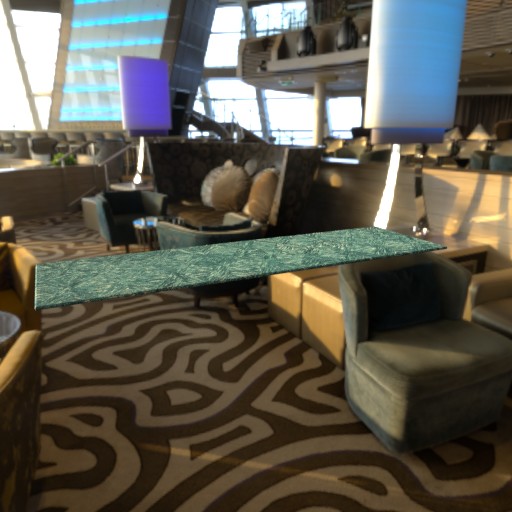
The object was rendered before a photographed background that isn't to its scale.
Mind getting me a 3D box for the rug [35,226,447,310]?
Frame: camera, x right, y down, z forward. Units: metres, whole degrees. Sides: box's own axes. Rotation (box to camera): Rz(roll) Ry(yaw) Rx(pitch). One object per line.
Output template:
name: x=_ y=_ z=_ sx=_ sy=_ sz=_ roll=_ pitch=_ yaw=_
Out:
rug: x=0.000 y=0.000 z=2.547 sx=2.286 sy=0.016 sz=0.676 roll=-7 pitch=17 yaw=-24
